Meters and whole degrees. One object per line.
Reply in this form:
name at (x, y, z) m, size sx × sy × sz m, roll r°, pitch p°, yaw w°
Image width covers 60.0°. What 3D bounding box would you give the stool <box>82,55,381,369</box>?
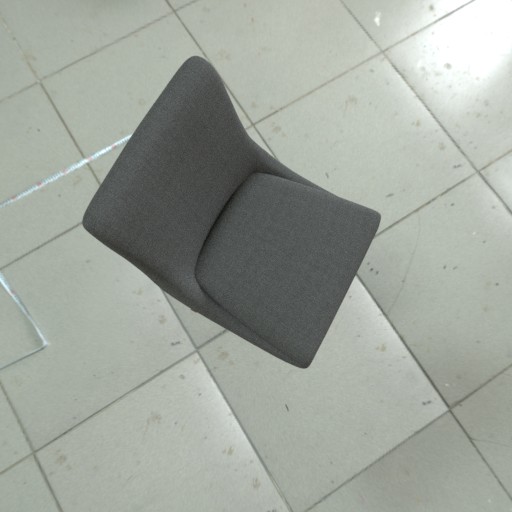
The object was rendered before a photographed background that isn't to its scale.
stool at (0.000, 0.000, 1.258) m, size 0.524 × 0.977 × 0.447 m, roll 28°, pitch 78°, yaw 6°
